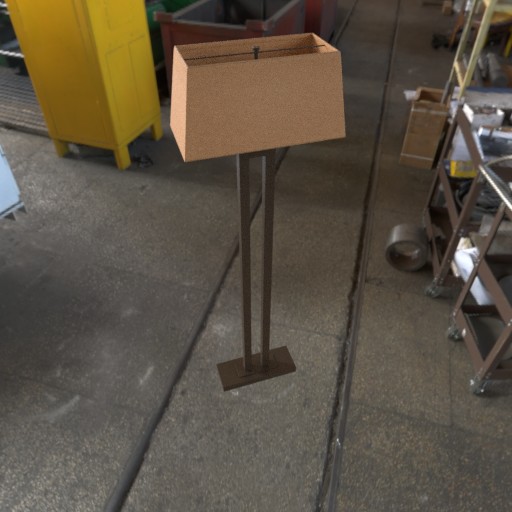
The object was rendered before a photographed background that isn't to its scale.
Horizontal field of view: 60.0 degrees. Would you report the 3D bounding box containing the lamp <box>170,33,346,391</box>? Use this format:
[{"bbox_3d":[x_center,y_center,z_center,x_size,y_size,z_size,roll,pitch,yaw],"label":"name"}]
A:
[{"bbox_3d":[0.000,0.000,1.652,0.475,1.469,0.233,-12,43,-13],"label":"lamp"}]
